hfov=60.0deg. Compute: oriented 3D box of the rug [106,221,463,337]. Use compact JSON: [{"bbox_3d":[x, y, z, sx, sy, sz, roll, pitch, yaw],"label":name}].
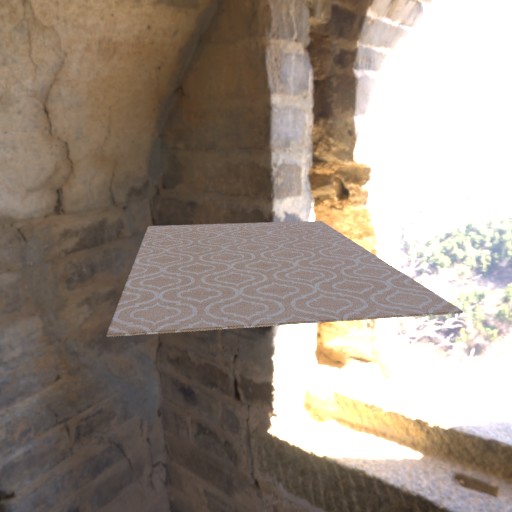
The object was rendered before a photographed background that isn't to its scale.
[{"bbox_3d":[0.000,0.000,2.855,1.524,0.010,2.134,-2,16,-9],"label":"rug"}]
